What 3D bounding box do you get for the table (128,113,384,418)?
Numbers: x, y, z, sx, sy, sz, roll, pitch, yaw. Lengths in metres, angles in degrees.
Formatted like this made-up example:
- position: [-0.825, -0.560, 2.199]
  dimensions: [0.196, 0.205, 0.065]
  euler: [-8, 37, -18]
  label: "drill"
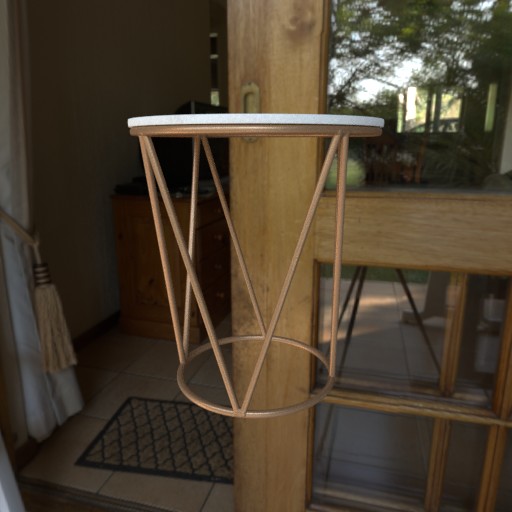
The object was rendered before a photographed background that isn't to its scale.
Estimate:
- position: [0.000, 0.000, 0.968]
  dimensions: [0.500, 0.564, 0.500]
  euler: [0, 15, 0]
  label: "table"
